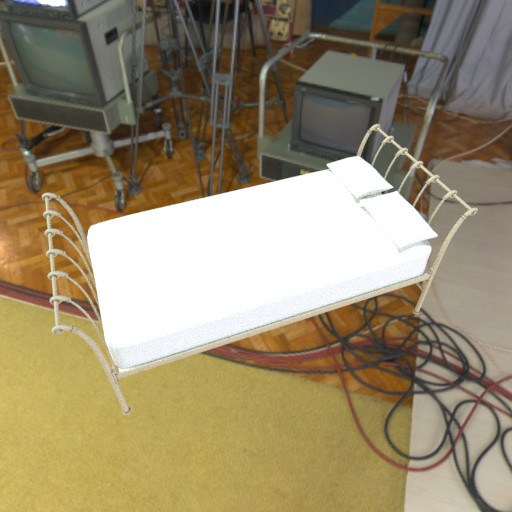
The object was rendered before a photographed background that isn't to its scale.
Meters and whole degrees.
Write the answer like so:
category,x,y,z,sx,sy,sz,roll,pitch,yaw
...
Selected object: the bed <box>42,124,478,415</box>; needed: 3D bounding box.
category,x,y,z,sx,sy,sz,roll,pitch,yaw
bed,0.000,0.000,2.770,2.228,0.873,1.032,-15,47,-15
